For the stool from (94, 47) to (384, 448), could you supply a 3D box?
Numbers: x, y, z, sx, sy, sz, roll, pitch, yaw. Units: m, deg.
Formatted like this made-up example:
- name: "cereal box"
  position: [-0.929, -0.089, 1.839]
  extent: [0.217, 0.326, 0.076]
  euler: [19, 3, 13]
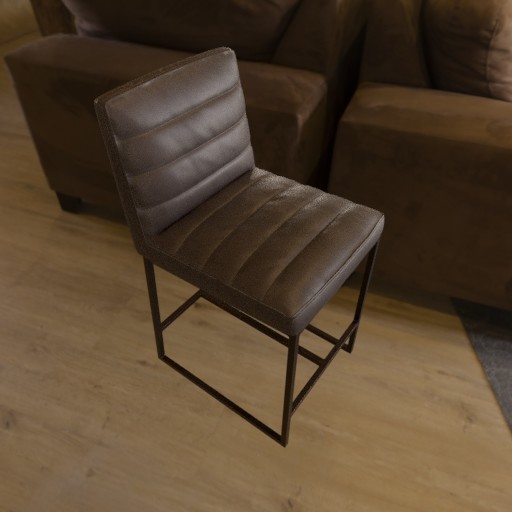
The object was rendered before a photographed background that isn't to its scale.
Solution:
- name: "stool"
  position: [0.000, 0.000, 1.259]
  extent: [0.562, 0.946, 0.463]
  euler: [26, 48, 26]
